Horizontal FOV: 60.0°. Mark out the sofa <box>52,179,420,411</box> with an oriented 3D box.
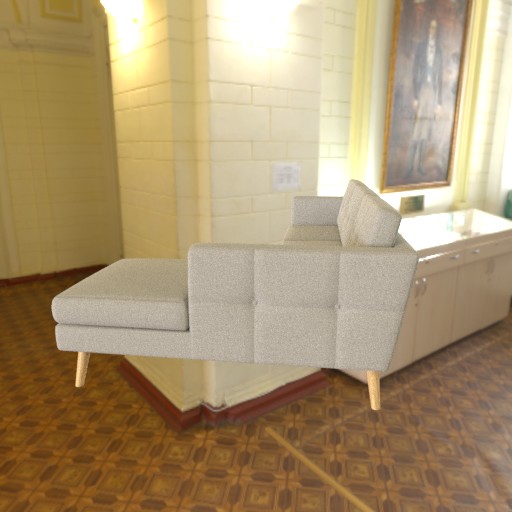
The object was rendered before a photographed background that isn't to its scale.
[{"bbox_3d":[0.000,0.000,2.789,1.530,0.860,2.040,2,14,8],"label":"sofa"}]
